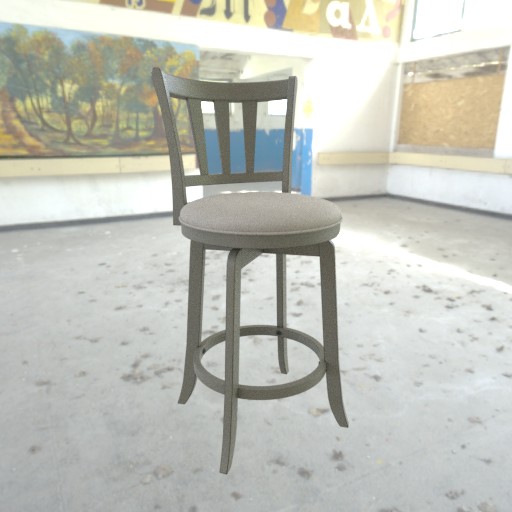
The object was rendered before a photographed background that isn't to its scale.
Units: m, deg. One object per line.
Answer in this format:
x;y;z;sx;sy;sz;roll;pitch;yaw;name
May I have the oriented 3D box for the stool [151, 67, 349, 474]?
0.000;0.000;1.249;0.450;0.994;0.486;-8;18;-27;stool
